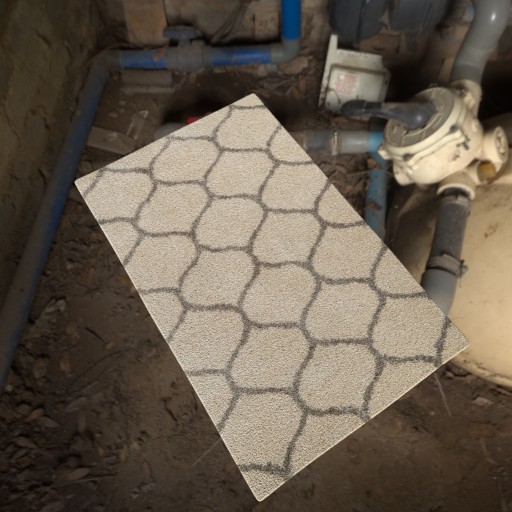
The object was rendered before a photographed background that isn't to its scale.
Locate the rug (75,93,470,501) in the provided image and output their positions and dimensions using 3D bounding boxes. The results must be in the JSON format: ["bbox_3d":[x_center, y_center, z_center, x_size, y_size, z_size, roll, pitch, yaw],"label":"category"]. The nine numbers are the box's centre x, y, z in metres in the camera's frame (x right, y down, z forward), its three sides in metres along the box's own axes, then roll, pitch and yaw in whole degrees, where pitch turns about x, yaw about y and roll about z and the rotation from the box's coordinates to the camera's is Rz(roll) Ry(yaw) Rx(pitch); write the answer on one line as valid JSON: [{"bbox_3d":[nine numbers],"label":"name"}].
[{"bbox_3d":[0.000,0.000,2.856,1.501,0.024,2.348,-31,69,-13],"label":"rug"}]
